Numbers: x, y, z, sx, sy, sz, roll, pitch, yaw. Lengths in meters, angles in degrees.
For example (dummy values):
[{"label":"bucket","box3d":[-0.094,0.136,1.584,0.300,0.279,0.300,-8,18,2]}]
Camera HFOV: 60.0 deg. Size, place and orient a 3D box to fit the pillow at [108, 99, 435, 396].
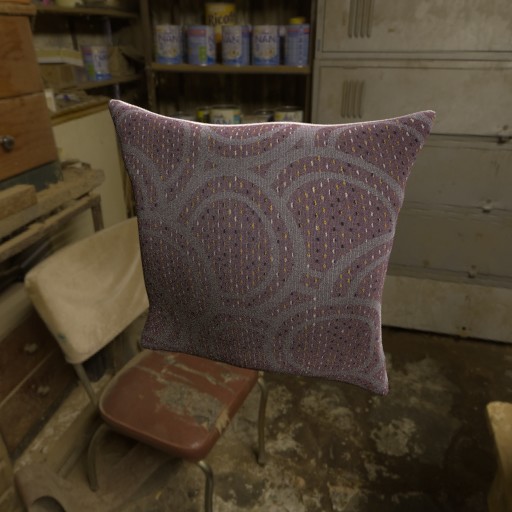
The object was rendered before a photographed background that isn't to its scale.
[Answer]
[{"label":"pillow","box3d":[0.000,0.000,0.784,0.514,0.513,0.163,7,27,15]}]
